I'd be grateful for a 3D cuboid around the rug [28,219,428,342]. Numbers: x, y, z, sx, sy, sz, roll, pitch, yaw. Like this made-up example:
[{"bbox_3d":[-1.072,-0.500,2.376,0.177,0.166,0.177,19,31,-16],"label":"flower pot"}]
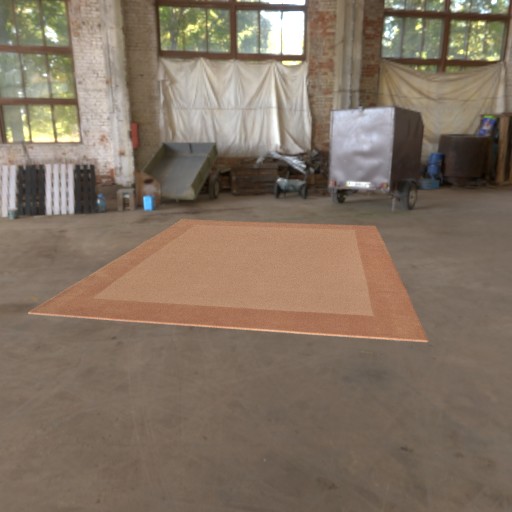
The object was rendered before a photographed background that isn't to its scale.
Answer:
[{"bbox_3d":[0.000,0.000,4.061,2.431,0.021,3.057,3,16,9],"label":"rug"}]
